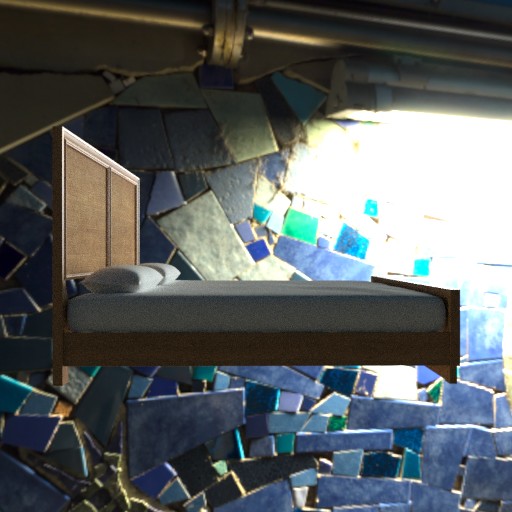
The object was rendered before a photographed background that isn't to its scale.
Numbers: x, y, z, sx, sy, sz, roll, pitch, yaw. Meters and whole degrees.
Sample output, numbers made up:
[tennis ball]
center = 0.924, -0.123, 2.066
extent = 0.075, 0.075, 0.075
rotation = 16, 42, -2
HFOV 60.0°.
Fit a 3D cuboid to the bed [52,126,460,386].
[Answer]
[bed]
center = 0.000, 0.000, 3.177
extent = 2.184, 1.387, 1.606
rotation = 0, 0, 0
